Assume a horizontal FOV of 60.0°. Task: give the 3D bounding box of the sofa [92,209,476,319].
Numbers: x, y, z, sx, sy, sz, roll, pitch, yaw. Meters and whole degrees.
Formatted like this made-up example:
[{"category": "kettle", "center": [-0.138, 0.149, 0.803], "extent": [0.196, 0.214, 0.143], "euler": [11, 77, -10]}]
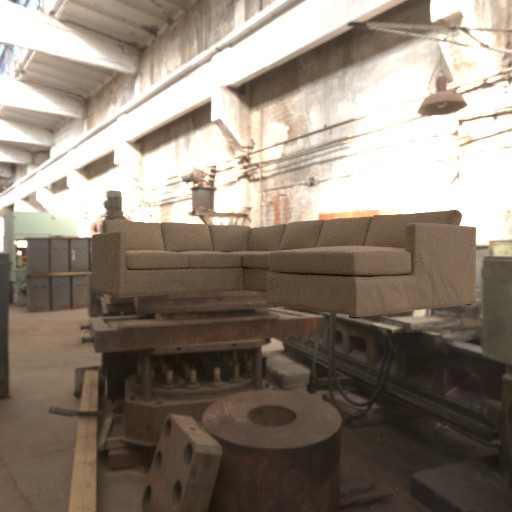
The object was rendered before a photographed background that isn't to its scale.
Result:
[{"category": "sofa", "center": [0.000, 0.000, 4.635], "extent": [2.427, 0.882, 3.460], "euler": [0, 0, -35]}]
